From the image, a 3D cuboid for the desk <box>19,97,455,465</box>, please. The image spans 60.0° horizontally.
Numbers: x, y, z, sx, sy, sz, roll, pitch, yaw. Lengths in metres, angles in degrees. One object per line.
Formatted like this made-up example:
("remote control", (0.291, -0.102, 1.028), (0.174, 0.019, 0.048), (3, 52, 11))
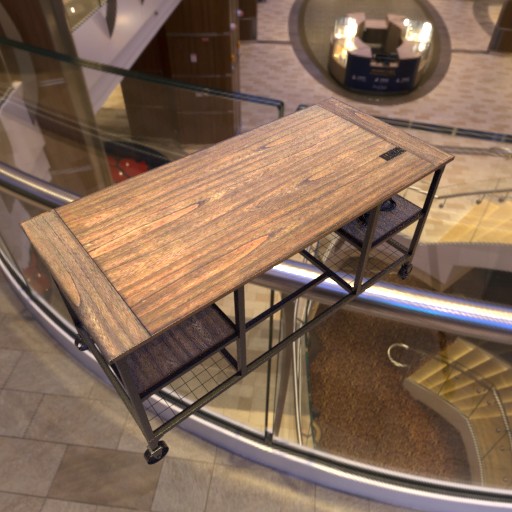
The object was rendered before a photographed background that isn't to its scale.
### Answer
("desk", (0.000, 0.000, 1.959), (1.590, 0.751, 0.711), (-30, 52, -27))
